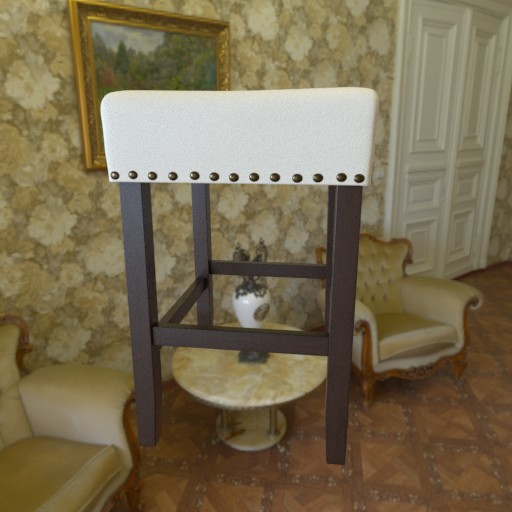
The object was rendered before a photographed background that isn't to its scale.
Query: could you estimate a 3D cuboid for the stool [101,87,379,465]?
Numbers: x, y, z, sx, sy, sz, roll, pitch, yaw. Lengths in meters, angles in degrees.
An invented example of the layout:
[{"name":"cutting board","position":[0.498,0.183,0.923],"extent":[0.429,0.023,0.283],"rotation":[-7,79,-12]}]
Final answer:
[{"name":"stool","position":[0.000,0.000,0.910],"extent":[0.401,0.609,0.471],"rotation":[2,15,8]}]
